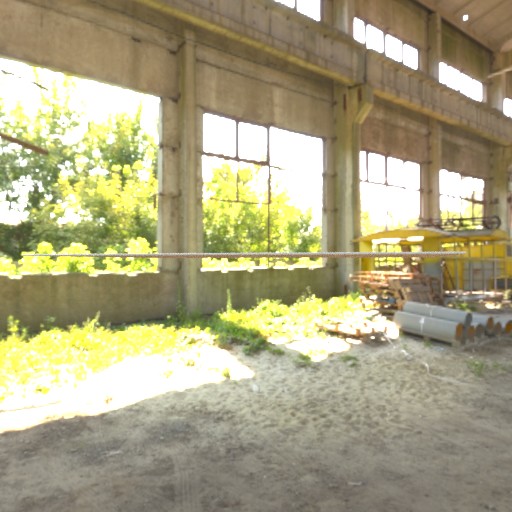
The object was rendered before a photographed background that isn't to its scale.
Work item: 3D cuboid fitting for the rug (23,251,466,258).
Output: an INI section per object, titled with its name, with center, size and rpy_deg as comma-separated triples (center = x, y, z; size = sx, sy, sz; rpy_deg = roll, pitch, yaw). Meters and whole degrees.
[rug]
center = 0.000, 0.000, 2.305
size = 1.827, 0.008, 1.225
rpy_deg = 0, -1, 17
